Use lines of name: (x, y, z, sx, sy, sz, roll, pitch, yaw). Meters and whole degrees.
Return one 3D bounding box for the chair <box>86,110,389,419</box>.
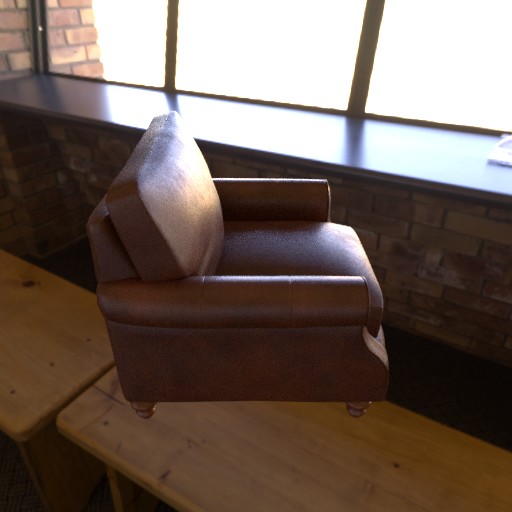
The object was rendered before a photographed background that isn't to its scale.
chair: (0.000, 0.000, 1.752, 0.992, 0.972, 0.989, 0, 31, 0)
